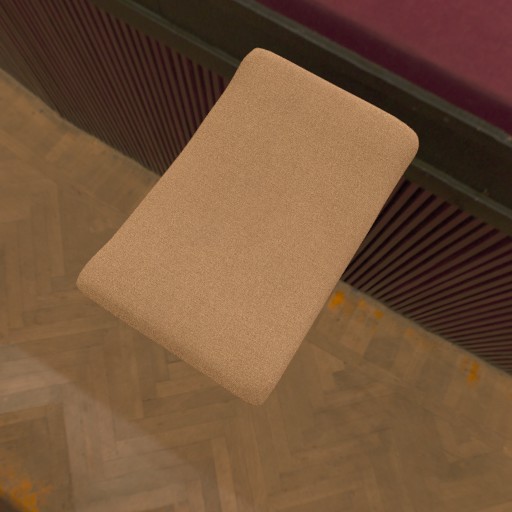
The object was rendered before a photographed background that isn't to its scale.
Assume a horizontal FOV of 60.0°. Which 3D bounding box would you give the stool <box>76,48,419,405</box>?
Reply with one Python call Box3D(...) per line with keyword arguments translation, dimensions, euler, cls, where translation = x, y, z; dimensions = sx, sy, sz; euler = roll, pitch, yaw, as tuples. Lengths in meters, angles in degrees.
Box3D(translation=(0.000, 0.000, 0.979), dimensions=(0.363, 0.669, 0.509), euler=(32, 78, 7), cls="stool")
